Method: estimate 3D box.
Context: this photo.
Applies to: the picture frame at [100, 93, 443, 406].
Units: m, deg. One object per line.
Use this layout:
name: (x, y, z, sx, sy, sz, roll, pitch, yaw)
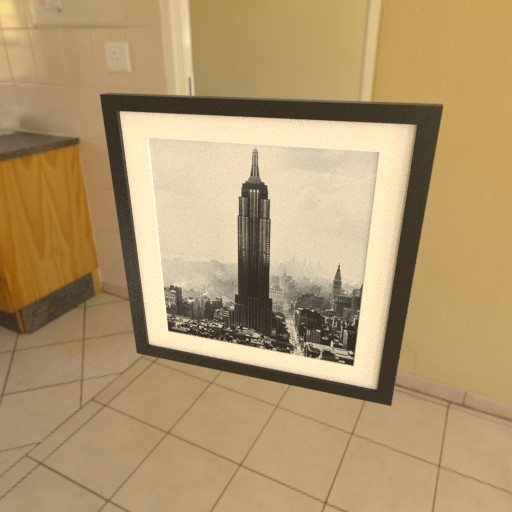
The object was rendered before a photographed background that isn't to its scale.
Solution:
picture frame: (0.000, 0.000, 0.828, 0.559, 0.557, 0.029, 7, 27, 15)
